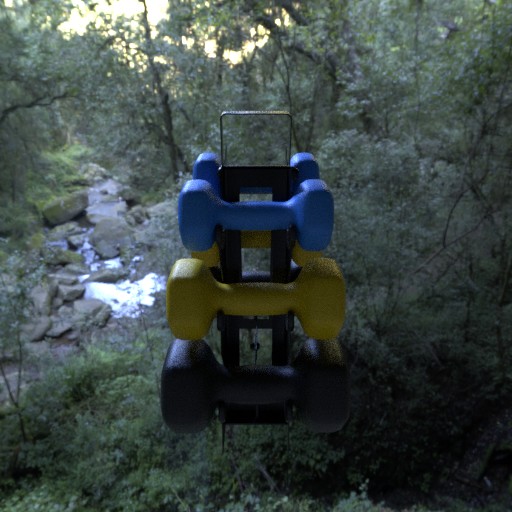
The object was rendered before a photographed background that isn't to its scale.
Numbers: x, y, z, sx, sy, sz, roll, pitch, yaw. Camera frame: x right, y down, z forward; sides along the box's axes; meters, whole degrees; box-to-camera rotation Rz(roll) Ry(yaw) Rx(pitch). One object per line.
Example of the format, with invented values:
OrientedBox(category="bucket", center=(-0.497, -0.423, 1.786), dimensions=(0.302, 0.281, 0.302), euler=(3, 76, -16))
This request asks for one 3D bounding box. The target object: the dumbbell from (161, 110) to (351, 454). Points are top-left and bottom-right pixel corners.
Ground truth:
OrientedBox(category="dumbbell", center=(0.000, 0.000, 0.682), dimensions=(0.255, 0.426, 0.409), euler=(0, 27, 0))
